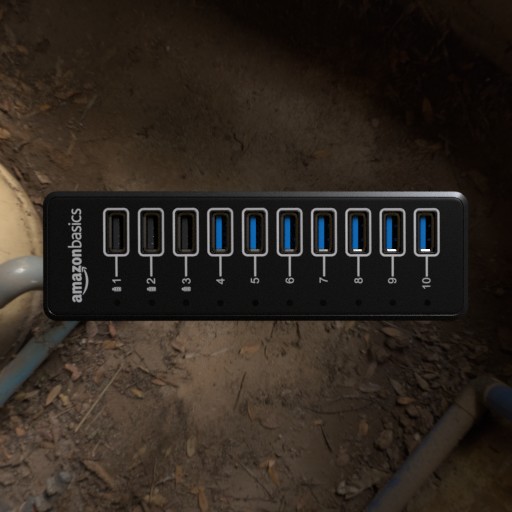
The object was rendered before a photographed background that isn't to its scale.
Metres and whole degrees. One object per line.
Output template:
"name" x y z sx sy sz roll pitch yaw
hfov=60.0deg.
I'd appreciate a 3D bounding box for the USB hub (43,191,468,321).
"USB hub" 0.000 0.000 0.161 0.145 0.023 0.044 0 90 0
